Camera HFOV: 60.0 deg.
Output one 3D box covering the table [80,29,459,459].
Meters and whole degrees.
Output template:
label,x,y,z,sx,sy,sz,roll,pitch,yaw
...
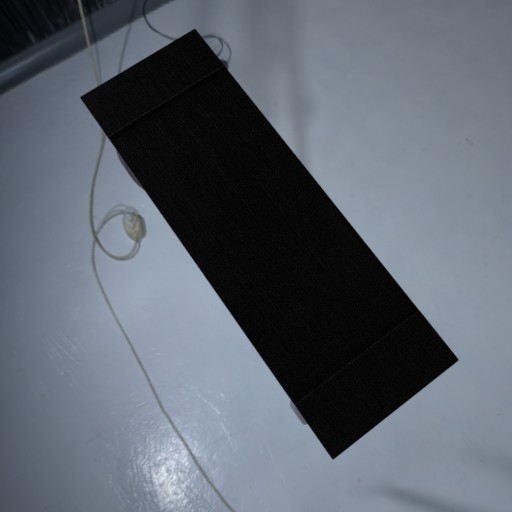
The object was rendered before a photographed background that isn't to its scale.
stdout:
label,x,y,z,sx,sy,sz,roll,pitch,yaw
table,0.000,0.000,1.438,0.373,0.768,1.062,-35,79,-8
